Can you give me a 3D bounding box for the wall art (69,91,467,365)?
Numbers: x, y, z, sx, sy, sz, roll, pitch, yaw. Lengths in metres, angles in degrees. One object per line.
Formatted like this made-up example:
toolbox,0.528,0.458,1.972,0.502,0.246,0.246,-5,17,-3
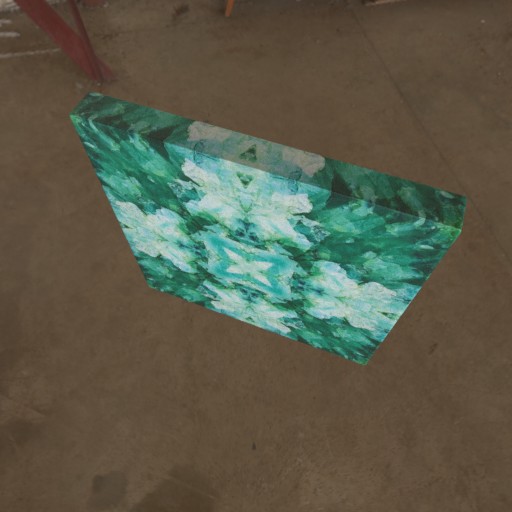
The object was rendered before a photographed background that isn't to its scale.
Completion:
wall art,0.000,0.000,0.471,0.313,0.313,0.033,18,61,11
